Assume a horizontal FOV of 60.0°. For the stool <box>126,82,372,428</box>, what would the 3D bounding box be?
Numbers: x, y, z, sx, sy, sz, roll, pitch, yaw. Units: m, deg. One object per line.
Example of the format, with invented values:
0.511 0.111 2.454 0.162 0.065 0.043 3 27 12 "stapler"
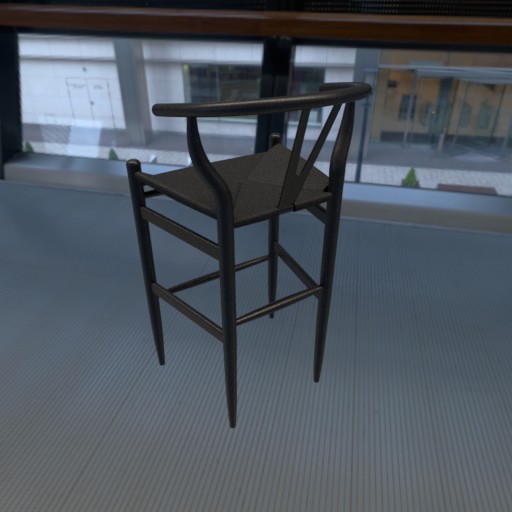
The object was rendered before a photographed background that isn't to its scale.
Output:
0.000 0.000 1.400 0.569 1.072 0.579 -19 35 -28 "stool"
